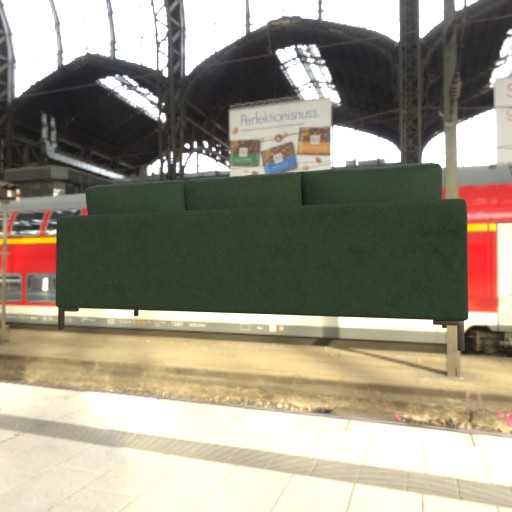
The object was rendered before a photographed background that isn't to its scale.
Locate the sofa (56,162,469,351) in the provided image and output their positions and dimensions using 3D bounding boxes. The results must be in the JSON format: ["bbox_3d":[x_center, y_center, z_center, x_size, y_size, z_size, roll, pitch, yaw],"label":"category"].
[{"bbox_3d":[0.000,0.000,2.665,2.218,0.870,0.859,-1,-2,18],"label":"sofa"}]
